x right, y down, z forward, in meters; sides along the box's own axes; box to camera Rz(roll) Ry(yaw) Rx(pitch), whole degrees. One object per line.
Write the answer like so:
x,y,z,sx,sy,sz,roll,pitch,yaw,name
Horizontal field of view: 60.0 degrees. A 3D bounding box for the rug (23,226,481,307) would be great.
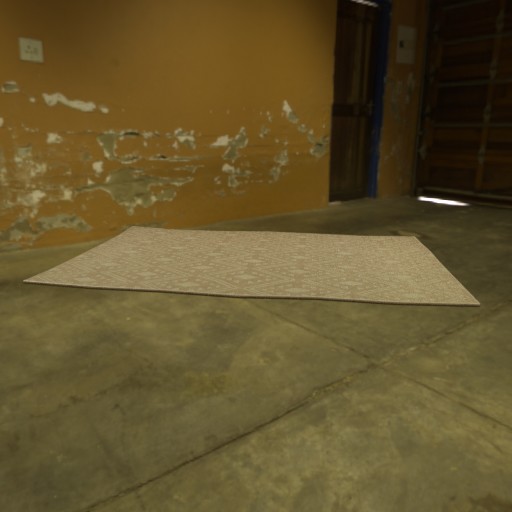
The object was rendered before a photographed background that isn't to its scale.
0.000,0.000,3.055,2.430,0.053,1.553,2,15,7,rug
